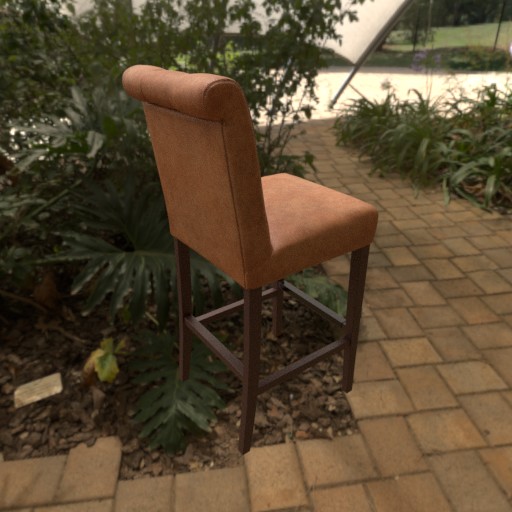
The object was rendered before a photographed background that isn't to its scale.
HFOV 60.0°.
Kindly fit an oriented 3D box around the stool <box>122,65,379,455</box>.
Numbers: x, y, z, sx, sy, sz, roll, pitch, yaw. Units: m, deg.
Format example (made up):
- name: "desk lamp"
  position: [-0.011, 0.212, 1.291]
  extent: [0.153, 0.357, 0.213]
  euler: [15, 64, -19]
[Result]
- name: "stool"
  position: [0.000, 0.000, 1.438]
  extent: [0.601, 1.140, 0.493]
  euler: [-18, 32, -32]
